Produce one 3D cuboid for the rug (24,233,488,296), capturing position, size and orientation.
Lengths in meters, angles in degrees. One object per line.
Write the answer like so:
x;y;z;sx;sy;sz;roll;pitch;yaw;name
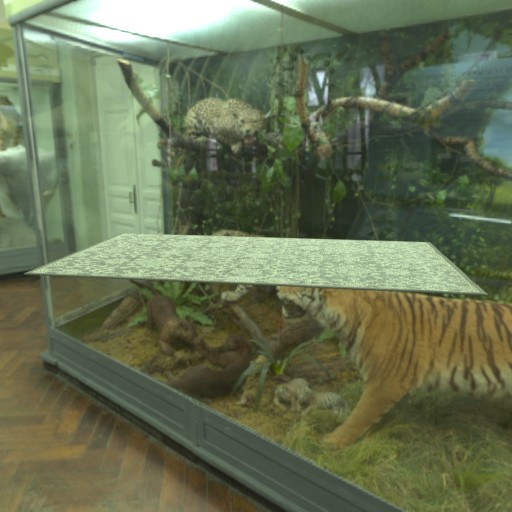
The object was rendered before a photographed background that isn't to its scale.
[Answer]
0.000;0.000;3.614;3.048;0.011;1.546;2;14;8;rug
